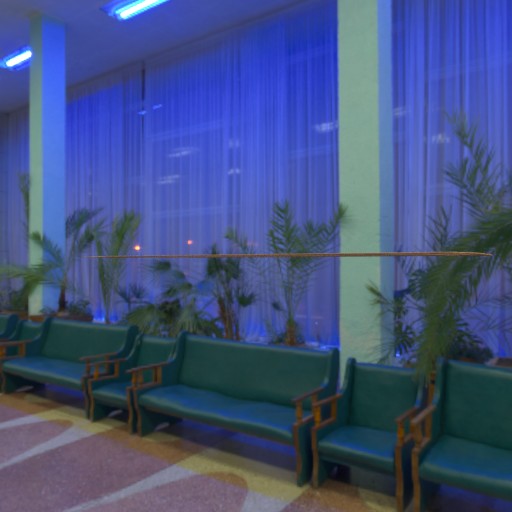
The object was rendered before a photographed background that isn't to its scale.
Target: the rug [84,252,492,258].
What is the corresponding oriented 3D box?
[{"bbox_3d":[0.000,0.000,2.692,2.444,0.010,0.799,-1,-1,37],"label":"rug"}]
